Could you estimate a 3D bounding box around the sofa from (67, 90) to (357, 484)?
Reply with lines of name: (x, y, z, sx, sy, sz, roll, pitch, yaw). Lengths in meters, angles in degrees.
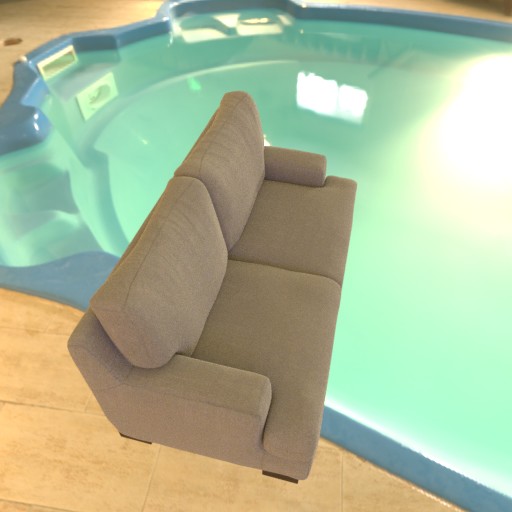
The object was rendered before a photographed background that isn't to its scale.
sofa: (0.000, 0.000, 2.338, 0.962, 0.980, 1.855, 10, 47, 10)
